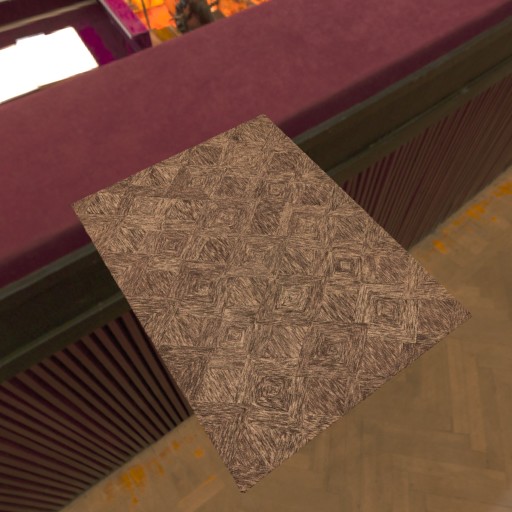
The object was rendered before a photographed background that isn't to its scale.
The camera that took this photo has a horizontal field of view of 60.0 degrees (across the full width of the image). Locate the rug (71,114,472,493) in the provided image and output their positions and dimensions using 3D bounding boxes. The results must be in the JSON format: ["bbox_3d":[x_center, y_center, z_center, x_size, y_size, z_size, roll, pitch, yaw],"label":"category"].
[{"bbox_3d":[0.000,0.000,4.230,2.448,0.017,3.204,-30,63,-18],"label":"rug"}]
